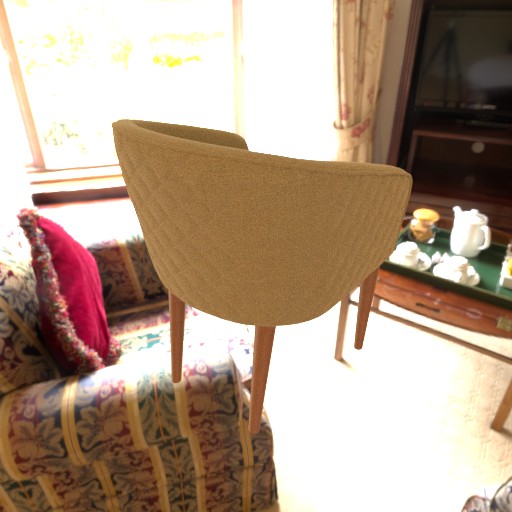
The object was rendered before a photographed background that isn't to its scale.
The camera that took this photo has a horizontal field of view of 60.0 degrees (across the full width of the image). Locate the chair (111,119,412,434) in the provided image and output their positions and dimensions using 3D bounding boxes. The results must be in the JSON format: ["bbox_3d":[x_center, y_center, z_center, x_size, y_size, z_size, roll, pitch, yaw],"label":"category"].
[{"bbox_3d":[0.000,0.000,1.195,0.584,0.775,0.616,21,37,31],"label":"chair"}]
